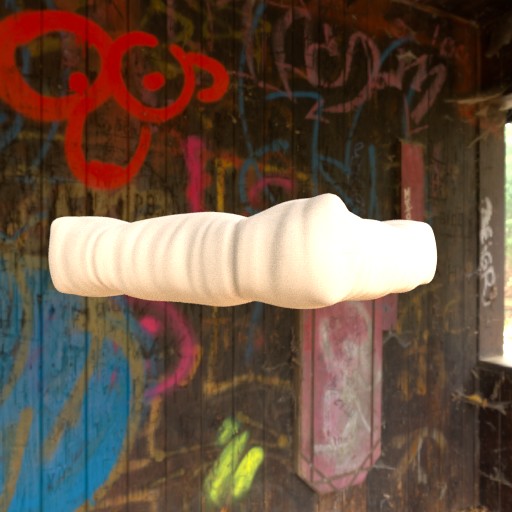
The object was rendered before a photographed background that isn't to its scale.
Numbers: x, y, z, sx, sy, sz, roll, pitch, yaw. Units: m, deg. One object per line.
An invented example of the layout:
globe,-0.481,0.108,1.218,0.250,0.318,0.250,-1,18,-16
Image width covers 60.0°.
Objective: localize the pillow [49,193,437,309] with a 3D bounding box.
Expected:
pillow,0.000,0.000,0.737,0.490,0.128,0.468,0,0,33
